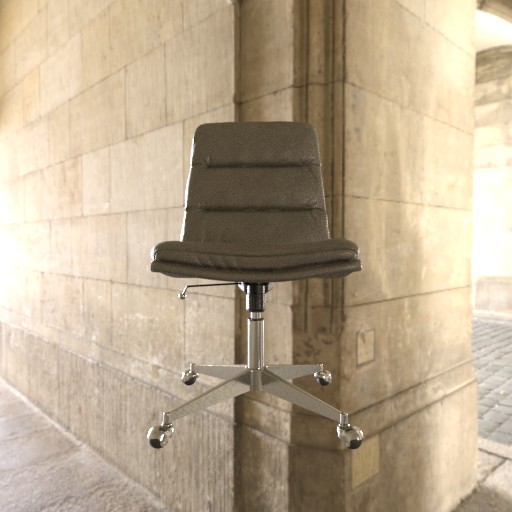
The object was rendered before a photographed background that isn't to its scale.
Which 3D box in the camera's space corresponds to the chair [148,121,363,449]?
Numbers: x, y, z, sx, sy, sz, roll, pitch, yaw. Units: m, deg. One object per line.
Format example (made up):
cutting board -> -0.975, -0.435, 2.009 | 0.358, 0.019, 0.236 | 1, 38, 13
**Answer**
chair -> 0.000, 0.000, 1.053 | 0.422, 0.738, 0.485 | 0, 2, 0
